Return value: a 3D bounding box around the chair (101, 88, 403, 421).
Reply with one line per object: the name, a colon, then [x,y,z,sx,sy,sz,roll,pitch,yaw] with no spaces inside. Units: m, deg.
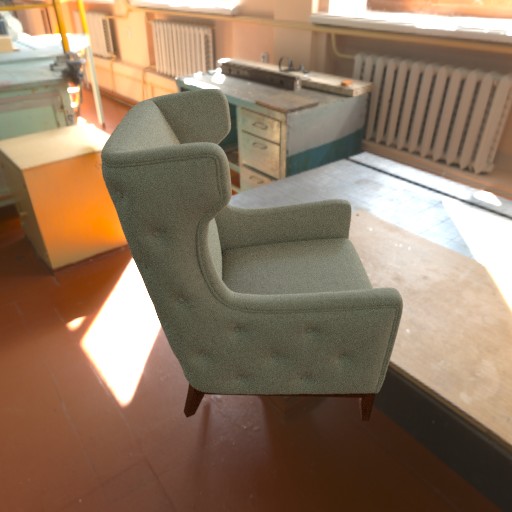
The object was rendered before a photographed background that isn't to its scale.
chair: [0.000,0.000,1.673,0.899,1.079,0.778,-2,32,-3]
